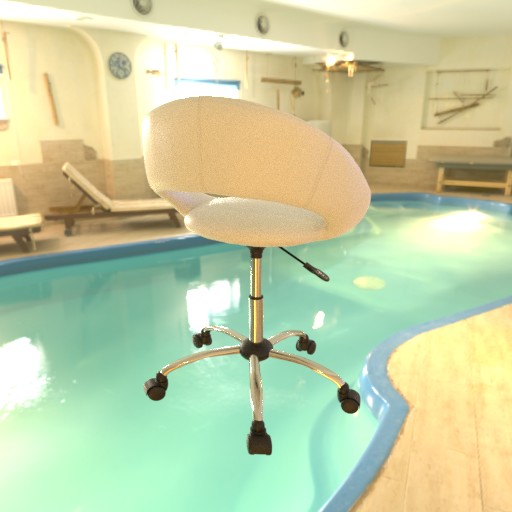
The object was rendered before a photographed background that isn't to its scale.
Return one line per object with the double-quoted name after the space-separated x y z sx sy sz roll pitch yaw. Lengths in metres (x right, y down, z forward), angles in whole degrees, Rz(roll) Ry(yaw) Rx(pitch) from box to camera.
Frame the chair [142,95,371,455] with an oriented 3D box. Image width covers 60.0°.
0.000 0.000 1.184 0.612 0.791 0.538 9 20 27 "chair"
